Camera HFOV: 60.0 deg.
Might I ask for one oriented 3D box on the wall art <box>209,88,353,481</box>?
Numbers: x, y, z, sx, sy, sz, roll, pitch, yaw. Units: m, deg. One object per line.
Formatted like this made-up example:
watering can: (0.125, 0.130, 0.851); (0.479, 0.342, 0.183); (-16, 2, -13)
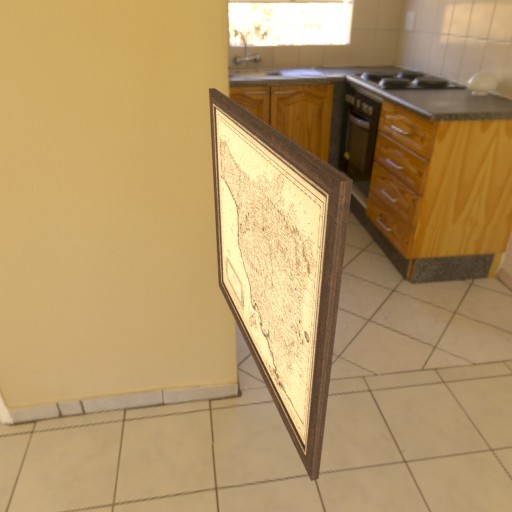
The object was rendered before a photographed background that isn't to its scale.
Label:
wall art: (0.000, 0.000, 1.441); (0.023, 0.875, 1.033); (-9, 31, -16)
